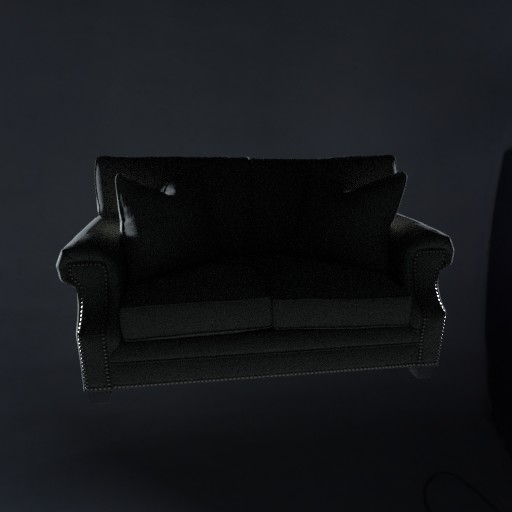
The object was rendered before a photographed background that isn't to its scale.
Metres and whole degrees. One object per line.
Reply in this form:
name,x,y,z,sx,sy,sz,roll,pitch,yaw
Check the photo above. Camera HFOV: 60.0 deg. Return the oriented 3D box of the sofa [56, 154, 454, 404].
sofa,0.000,0.000,2.214,1.701,0.966,0.966,-2,15,-8
